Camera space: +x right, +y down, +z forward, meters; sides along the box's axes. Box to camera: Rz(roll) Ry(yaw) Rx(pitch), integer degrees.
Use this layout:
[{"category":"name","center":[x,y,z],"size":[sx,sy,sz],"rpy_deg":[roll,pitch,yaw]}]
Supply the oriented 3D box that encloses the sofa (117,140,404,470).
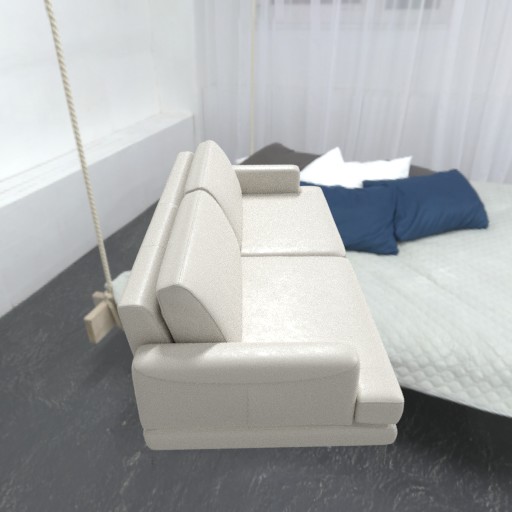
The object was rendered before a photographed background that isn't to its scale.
[{"category":"sofa","center":[0.000,0.000,2.299],"size":[0.974,0.765,1.940],"rpy_deg":[-1,31,-1]}]
